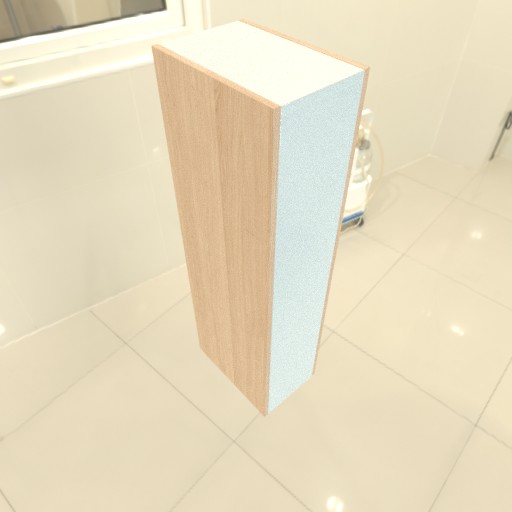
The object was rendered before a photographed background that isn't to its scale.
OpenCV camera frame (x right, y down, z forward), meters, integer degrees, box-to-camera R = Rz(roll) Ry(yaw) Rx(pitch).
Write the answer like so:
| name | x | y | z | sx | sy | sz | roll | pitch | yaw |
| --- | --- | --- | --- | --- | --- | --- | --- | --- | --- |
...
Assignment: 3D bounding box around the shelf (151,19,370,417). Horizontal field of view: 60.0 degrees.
| name | x | y | z | sx | sy | sz | roll | pitch | yaw |
| --- | --- | --- | --- | --- | --- | --- | --- | --- | --- |
| shelf | 0.000 | 0.000 | 1.000 | 0.197 | 0.882 | 0.290 | -32 | 54 | -28 |
